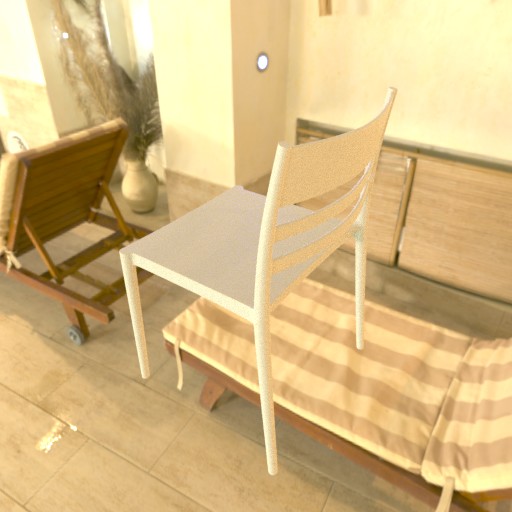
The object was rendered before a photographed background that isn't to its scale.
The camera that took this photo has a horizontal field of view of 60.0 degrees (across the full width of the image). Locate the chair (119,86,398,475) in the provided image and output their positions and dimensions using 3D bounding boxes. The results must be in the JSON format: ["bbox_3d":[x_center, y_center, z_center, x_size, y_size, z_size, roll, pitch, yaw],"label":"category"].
[{"bbox_3d":[0.000,0.000,1.137,0.511,0.800,0.531,21,38,29],"label":"chair"}]
